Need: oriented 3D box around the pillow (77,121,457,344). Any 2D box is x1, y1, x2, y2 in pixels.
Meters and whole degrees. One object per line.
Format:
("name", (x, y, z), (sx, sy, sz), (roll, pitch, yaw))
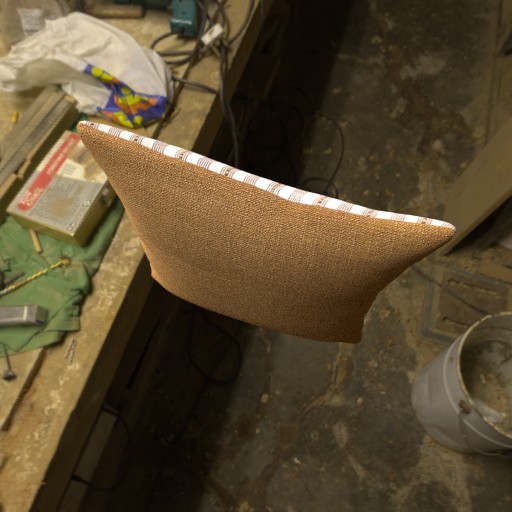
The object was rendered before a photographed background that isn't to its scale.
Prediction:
("pillow", (0.000, 0.000, 0.670), (0.432, 0.437, 0.147), (16, 65, 8))
